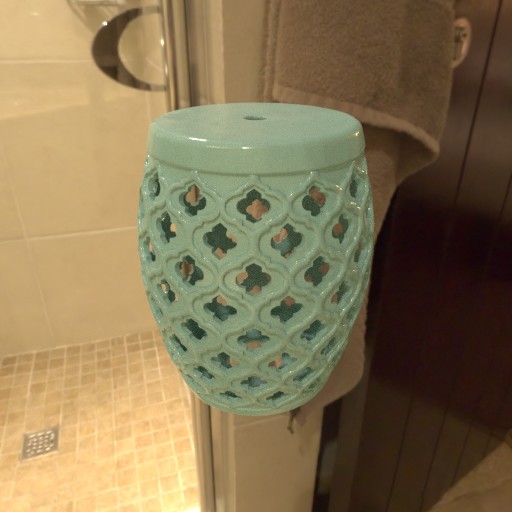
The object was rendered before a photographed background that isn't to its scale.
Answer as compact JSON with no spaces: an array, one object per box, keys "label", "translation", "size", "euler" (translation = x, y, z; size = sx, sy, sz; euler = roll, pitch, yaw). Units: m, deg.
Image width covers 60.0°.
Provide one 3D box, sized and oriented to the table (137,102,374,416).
[{"label":"table","translation":[0.000,0.000,0.641],"size":[0.325,0.388,0.325],"euler":[0,28,0]}]
